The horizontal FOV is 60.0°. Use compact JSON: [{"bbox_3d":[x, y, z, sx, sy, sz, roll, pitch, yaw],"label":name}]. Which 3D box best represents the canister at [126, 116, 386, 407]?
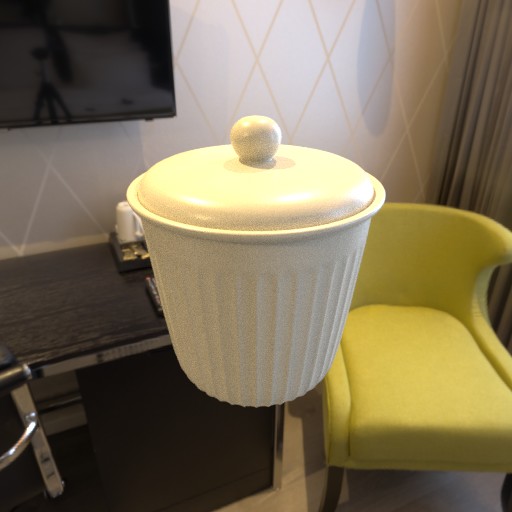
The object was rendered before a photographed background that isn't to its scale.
[{"bbox_3d":[0.000,0.000,0.346,0.181,0.211,0.181,0,27,0],"label":"canister"}]
